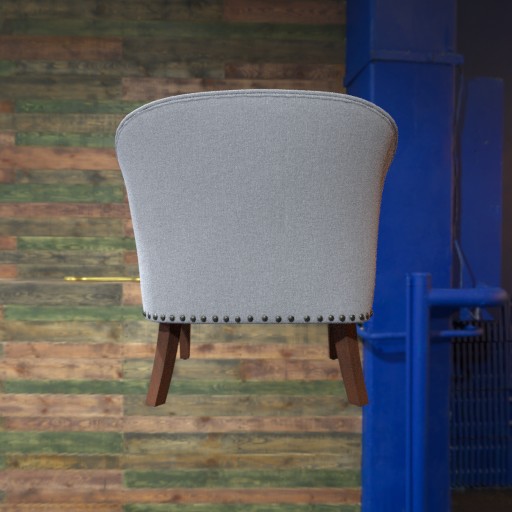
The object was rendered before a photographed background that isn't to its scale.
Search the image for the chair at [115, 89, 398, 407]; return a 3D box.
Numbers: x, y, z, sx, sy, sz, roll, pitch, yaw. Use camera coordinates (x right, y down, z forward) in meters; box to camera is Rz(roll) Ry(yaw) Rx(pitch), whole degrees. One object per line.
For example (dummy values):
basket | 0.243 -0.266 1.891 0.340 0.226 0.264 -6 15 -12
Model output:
chair | 0.000 0.000 1.417 0.798 0.815 0.704 0 1 0
